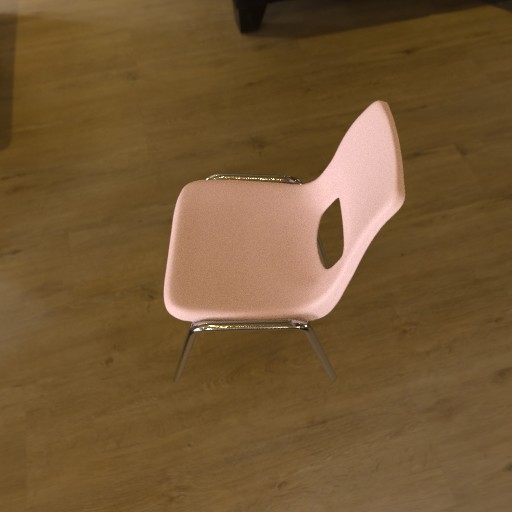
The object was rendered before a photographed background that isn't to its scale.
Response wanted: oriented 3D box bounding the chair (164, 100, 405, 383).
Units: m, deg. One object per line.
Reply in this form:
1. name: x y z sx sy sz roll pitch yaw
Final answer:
1. chair: 0.000 0.000 0.966 0.436 0.704 0.381 1 60 1
